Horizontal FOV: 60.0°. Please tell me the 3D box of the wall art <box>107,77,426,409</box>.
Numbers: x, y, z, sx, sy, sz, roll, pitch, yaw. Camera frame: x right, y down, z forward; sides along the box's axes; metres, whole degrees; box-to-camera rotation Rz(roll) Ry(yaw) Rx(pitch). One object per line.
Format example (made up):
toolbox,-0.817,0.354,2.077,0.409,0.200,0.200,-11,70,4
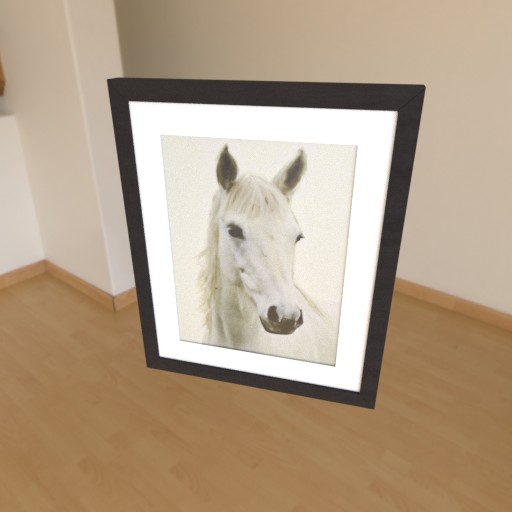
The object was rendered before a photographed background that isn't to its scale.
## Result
wall art,0.000,0.000,0.752,0.455,0.552,0.034,7,27,13
